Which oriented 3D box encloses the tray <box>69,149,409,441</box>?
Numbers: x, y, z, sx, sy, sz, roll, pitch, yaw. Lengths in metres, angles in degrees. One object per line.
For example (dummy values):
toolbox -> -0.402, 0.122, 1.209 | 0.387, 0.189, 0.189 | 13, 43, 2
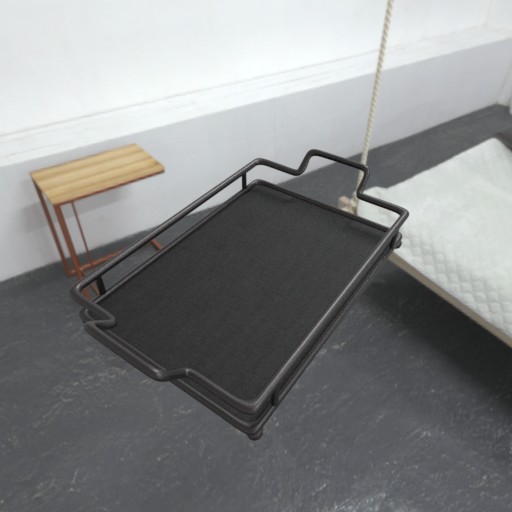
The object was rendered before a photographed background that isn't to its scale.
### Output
tray -> 0.000, 0.000, 0.635 | 0.297, 0.101, 0.495 | 25, 47, 26
